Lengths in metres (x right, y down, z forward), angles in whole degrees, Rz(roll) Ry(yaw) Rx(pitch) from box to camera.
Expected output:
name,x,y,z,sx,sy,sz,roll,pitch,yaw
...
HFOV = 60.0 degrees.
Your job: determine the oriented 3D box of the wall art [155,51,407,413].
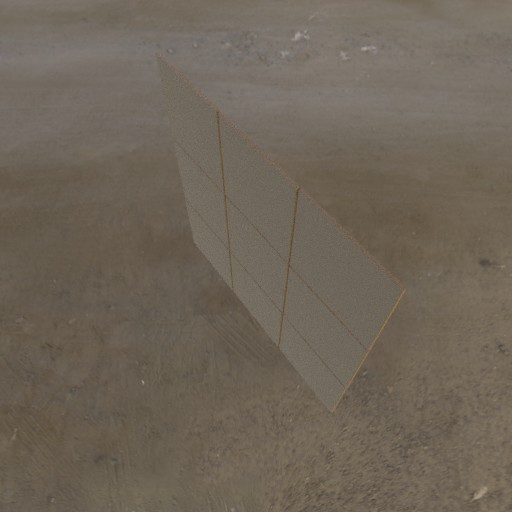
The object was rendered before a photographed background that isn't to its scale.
name,x,y,z,sx,sy,sz,roll,pitch,yaw
wall art,0.000,0.000,1.398,0.010,0.917,0.919,-32,63,-19
